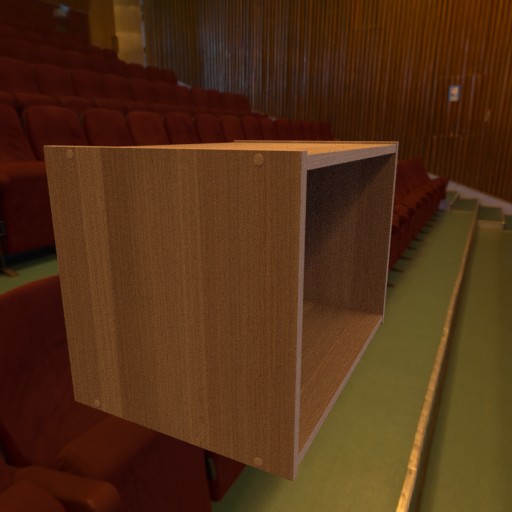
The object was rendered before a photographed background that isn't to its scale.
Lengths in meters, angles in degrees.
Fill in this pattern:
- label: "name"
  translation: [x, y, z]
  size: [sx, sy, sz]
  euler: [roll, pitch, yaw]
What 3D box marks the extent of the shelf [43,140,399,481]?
- label: "shelf"
  translation: [0.000, 0.000, 0.620]
  size: [0.290, 0.305, 0.415]
  euler: [8, 17, 26]
